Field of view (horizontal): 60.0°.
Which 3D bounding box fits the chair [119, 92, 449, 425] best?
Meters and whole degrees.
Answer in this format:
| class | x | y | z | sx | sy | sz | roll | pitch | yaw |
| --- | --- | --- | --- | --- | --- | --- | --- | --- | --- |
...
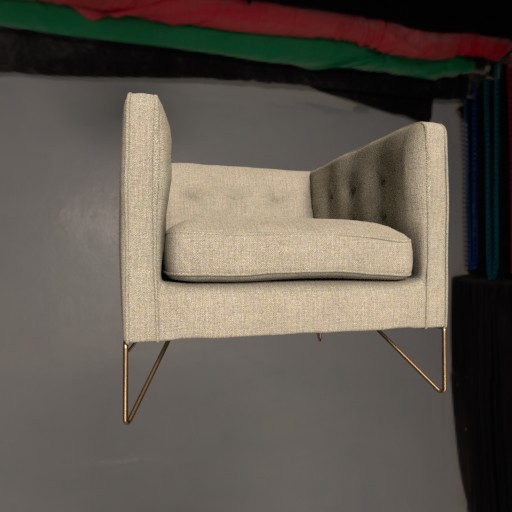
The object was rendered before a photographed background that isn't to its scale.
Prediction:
| class | x | y | z | sx | sy | sz | roll | pitch | yaw |
| --- | --- | --- | --- | --- | --- | --- | --- | --- | --- |
| chair | 0.000 | 0.000 | 1.569 | 0.920 | 0.799 | 0.912 | 0 | 0 | -16 |
